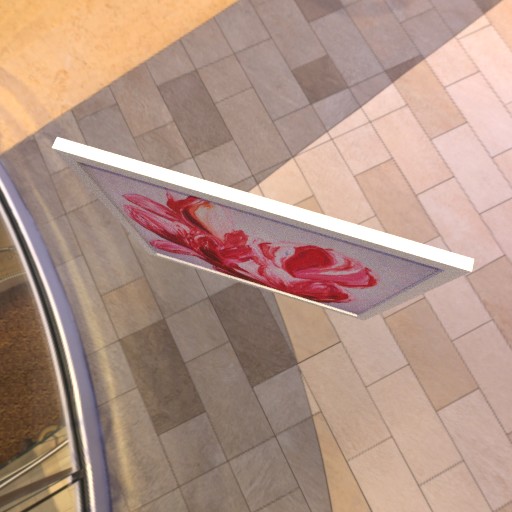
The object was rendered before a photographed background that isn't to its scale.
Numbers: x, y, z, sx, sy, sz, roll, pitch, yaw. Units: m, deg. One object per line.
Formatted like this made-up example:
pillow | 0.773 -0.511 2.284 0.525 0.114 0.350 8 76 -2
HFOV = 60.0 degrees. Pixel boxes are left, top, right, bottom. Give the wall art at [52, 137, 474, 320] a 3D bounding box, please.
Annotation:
wall art | 0.000 0.000 0.991 0.664 0.661 0.020 17 76 4
